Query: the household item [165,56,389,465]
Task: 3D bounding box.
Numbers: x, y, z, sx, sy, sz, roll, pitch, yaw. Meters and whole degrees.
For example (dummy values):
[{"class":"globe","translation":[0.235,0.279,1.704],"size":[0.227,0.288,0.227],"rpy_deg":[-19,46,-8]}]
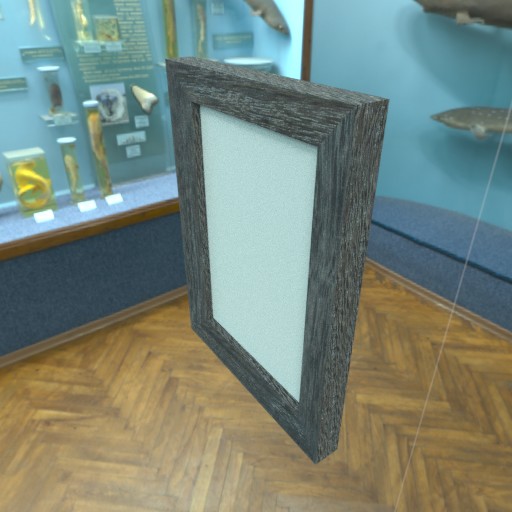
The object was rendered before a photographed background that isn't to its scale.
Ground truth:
[{"class":"household item","translation":[0.000,0.000,0.234],"size":[0.020,0.180,0.133],"rpy_deg":[-20,36,-30]}]
